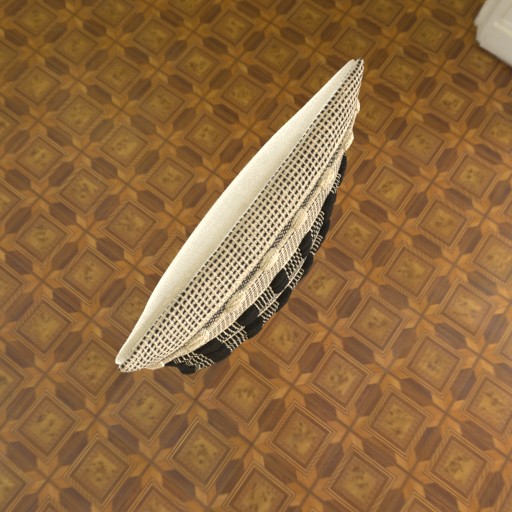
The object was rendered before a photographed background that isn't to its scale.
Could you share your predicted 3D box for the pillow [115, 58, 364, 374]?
[{"bbox_3d":[0.000,0.000,0.673,0.156,0.438,0.436,35,78,9],"label":"pillow"}]
